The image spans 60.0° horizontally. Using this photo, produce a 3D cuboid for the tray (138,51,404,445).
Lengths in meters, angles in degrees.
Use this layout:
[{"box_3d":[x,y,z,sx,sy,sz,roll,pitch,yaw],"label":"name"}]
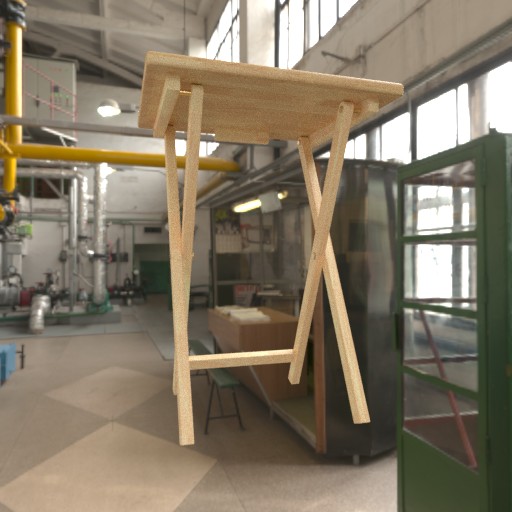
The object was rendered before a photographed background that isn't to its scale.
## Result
[{"box_3d":[0.000,0.000,0.960,0.483,0.660,0.381,0,0,-17],"label":"tray"}]
